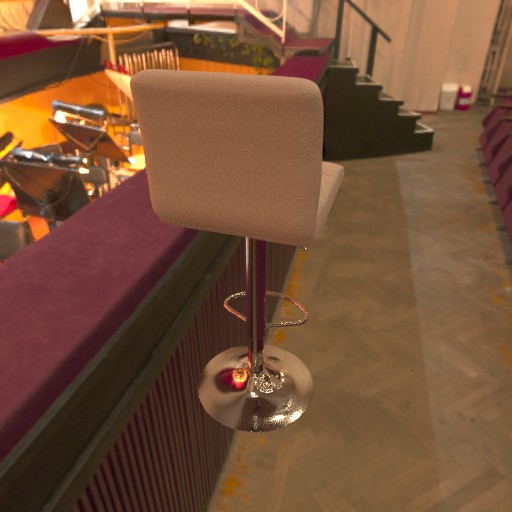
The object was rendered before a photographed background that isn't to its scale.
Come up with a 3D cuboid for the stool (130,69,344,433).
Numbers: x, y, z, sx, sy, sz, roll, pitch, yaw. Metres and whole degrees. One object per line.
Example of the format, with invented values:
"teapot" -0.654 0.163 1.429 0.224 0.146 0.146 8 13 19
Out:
"stool" 0.000 0.000 1.357 0.430 1.115 0.505 10 33 16
